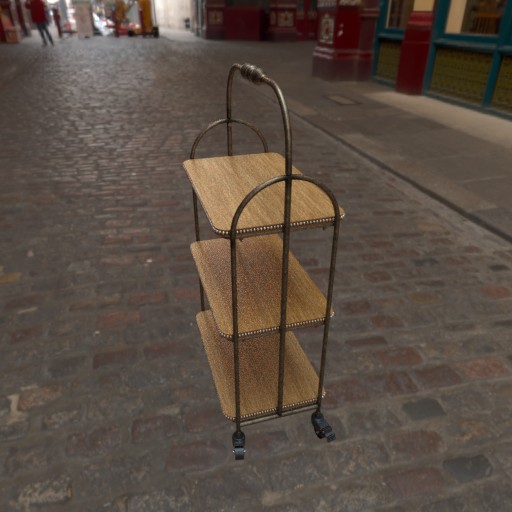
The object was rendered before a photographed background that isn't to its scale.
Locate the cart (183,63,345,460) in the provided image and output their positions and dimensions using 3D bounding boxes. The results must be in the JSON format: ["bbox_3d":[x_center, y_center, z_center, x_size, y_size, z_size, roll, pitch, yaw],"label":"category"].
[{"bbox_3d":[0.000,0.000,1.330,0.330,1.052,0.650,-8,31,-14],"label":"cart"}]
